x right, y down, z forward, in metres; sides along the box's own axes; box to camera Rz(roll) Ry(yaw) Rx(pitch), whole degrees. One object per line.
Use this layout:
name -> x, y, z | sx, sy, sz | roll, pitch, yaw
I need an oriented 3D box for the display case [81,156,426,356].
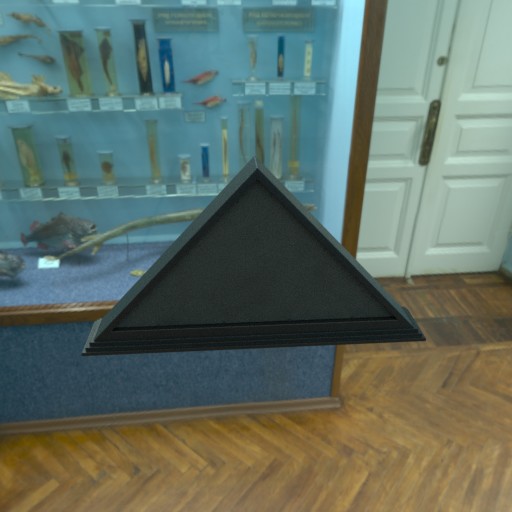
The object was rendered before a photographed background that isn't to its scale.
display case -> 0.000, 0.000, 0.782 | 0.640, 0.340, 0.095 | -2, 29, -3
